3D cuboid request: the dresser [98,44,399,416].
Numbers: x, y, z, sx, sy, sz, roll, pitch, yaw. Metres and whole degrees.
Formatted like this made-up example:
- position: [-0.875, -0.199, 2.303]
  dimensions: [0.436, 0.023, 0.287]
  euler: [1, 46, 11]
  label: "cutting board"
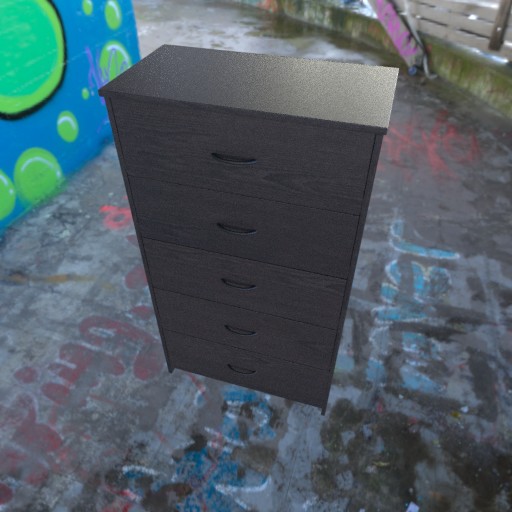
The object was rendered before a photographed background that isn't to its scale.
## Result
- position: [0.000, 0.000, 1.576]
  dimensions: [0.704, 1.254, 0.418]
  euler: [12, 44, 13]
  label: "dresser"
